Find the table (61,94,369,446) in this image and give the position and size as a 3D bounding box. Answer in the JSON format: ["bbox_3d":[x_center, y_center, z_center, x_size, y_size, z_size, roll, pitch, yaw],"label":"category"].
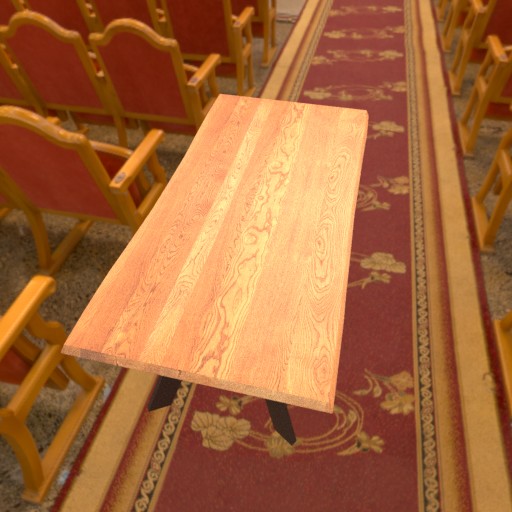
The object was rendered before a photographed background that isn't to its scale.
[{"bbox_3d":[0.000,0.000,2.244,0.900,0.770,1.800,10,47,9],"label":"table"}]
